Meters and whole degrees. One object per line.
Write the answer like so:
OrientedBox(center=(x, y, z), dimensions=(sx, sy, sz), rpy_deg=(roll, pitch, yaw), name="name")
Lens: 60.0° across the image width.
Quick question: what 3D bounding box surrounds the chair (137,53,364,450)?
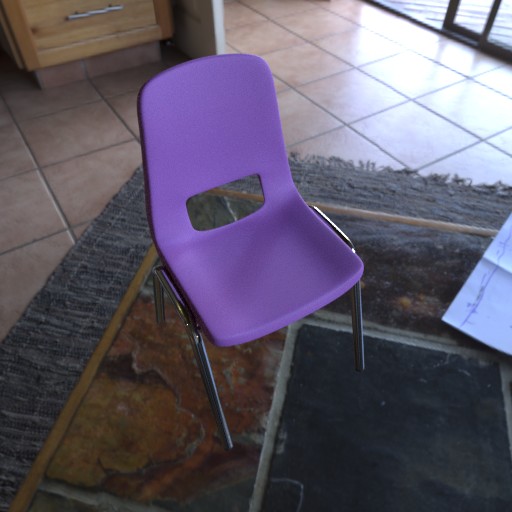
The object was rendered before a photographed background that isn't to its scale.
OrientedBox(center=(0.000, 0.000, 0.674), dimensions=(0.291, 0.493, 0.301), rpy_deg=(-23, 51, -21), name="chair")
